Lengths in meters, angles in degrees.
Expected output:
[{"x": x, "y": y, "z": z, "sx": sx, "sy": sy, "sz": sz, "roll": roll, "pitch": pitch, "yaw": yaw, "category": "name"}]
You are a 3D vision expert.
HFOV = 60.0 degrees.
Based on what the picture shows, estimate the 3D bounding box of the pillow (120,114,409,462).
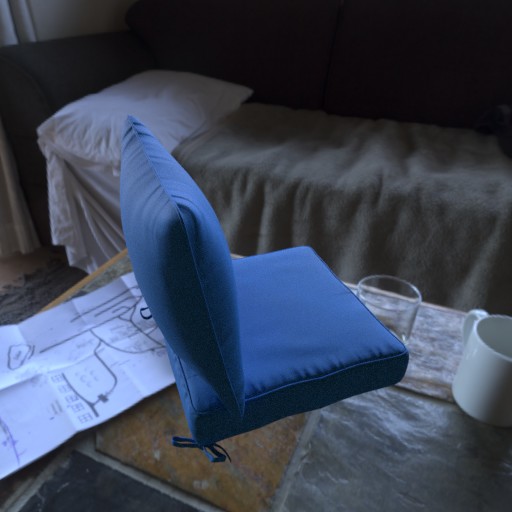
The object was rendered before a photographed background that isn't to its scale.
[{"x": 0.000, "y": 0.000, "z": 1.336, "sx": 0.733, "sy": 0.725, "sz": 0.798, "roll": -11, "pitch": 33, "yaw": -18, "category": "pillow"}]
